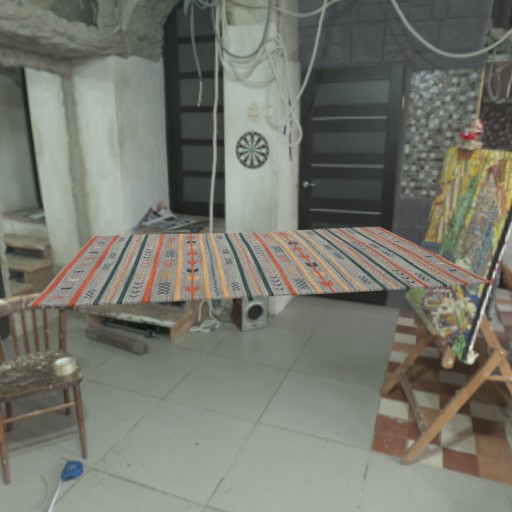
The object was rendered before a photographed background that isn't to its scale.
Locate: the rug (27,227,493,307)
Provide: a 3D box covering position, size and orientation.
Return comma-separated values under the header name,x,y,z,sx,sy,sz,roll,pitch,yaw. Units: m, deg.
name,x,y,z,sx,sy,sz,roll,pitch,yaw
rug,0.000,0.000,3.017,2.439,0.029,1.537,-2,16,-8
